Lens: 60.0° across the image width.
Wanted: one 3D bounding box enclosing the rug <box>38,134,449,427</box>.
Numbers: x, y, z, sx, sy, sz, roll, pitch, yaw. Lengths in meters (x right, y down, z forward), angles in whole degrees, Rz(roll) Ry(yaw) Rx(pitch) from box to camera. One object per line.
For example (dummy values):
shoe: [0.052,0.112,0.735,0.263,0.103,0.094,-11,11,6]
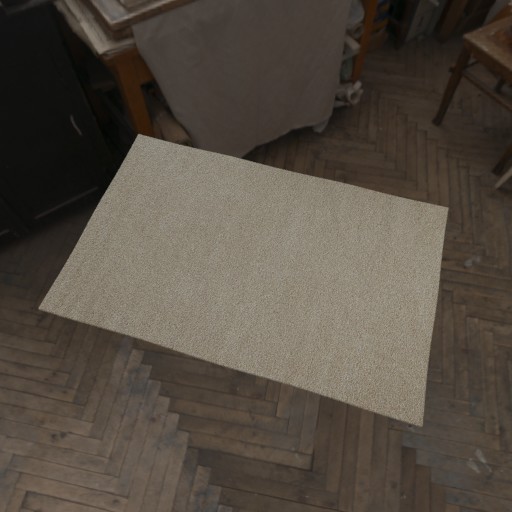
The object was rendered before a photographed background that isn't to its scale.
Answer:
rug: [0.000,0.000,2.914,2.346,0.025,1.500,15,63,8]
